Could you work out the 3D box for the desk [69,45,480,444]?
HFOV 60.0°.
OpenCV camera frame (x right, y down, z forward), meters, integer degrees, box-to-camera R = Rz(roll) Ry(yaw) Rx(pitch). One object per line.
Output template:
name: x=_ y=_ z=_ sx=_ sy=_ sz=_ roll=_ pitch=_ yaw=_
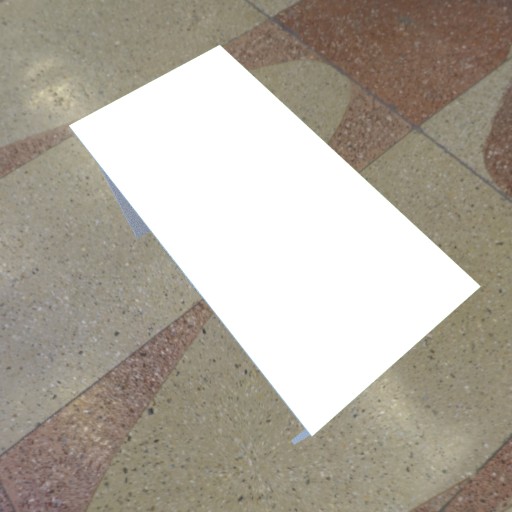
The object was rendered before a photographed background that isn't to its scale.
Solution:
desk: x=0.000 y=0.000 z=1.545 sx=0.560 sy=0.730 sz=1.100 roll=-35 pitch=69 yaw=-15
